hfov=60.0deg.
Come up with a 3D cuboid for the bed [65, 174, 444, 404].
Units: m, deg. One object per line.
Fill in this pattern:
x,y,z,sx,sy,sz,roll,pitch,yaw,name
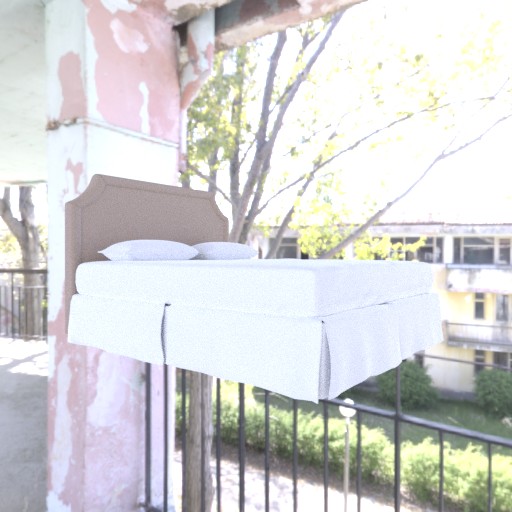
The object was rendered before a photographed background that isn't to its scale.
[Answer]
0.000,0.000,4.096,2.773,1.590,2.350,0,0,38,bed
